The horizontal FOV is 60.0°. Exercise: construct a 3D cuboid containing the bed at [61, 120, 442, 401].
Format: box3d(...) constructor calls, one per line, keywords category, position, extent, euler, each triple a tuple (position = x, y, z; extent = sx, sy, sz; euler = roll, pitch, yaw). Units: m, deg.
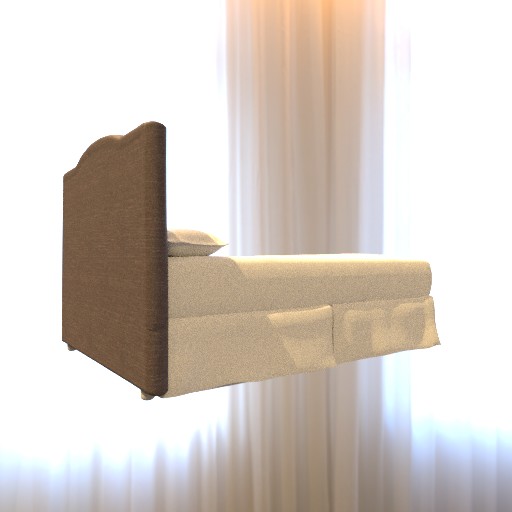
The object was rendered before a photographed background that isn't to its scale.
box3d(category="bed", position=(0.000, 0.000, 3.493), extent=(2.507, 1.441, 1.741), euler=(0, -1, -36))
